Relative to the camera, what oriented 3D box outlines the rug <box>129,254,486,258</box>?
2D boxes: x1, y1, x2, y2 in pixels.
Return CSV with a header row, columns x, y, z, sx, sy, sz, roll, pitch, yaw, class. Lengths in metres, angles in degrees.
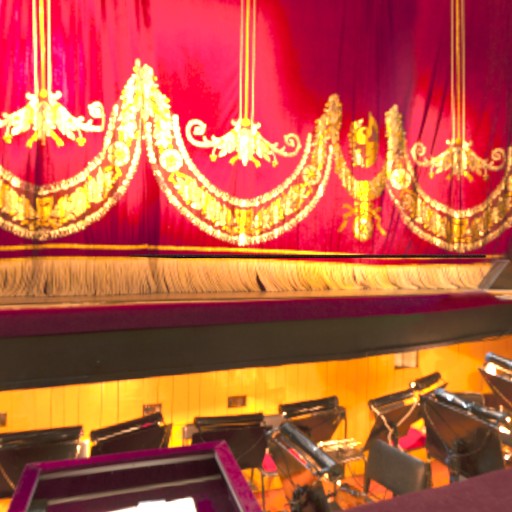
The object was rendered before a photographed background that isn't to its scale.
x,y,z,sx,sy,sz,roll,pitch,yaw,class
0.000,0.000,3.059,1.526,0.015,2.441,0,0,-20,rug
